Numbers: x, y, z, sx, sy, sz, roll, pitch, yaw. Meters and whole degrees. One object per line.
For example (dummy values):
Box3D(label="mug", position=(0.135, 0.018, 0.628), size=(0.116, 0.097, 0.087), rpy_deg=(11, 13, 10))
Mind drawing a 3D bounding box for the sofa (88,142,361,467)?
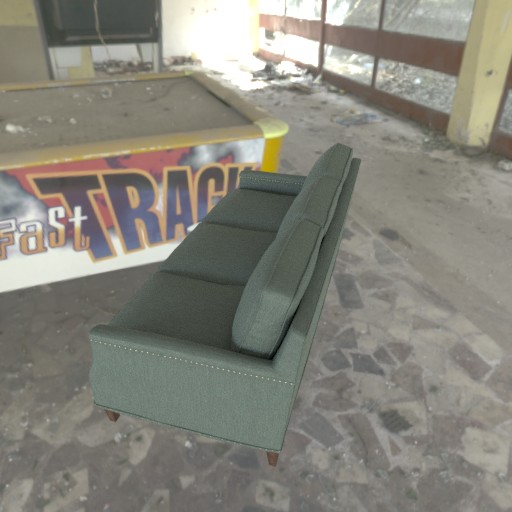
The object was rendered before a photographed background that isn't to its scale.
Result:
Box3D(label="sofa", position=(0.000, 0.000, 2.878), size=(1.084, 1.003, 2.246), rpy_deg=(9, 32, 14))
